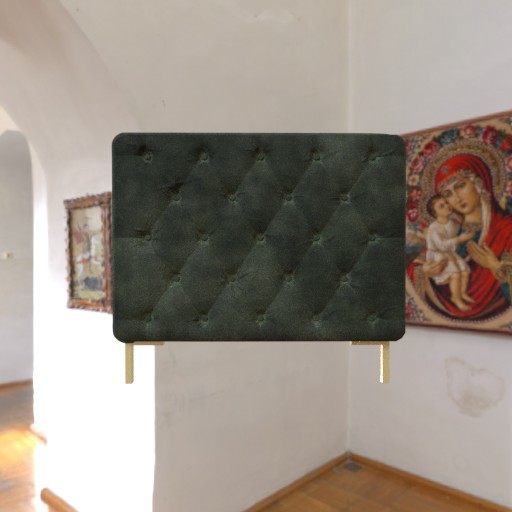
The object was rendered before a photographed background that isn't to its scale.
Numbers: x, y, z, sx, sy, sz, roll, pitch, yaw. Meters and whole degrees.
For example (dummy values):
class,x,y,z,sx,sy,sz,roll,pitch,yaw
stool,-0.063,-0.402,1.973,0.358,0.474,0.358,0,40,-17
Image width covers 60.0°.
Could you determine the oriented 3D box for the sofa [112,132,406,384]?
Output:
class,x,y,z,sx,sy,sz,roll,pitch,yaw
sofa,0.000,0.000,2.064,0.895,0.768,1.537,0,1,-1
